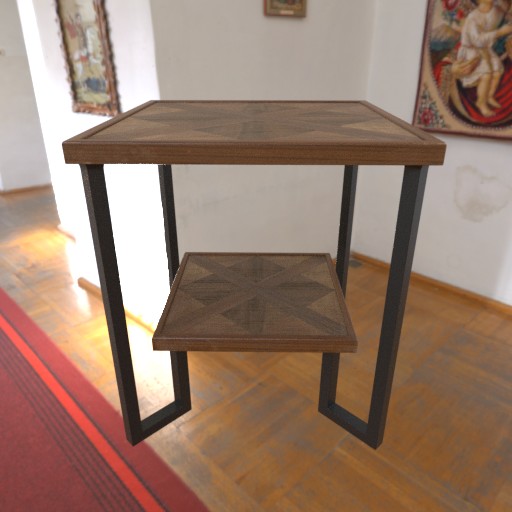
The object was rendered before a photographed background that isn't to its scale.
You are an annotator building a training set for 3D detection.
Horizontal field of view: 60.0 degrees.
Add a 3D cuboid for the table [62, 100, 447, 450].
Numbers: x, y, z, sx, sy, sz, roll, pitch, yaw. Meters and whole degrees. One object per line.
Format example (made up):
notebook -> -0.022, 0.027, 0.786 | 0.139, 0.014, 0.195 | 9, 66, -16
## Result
table -> 0.000, 0.000, 0.922 | 0.503, 0.563, 0.503 | 0, 25, 1
